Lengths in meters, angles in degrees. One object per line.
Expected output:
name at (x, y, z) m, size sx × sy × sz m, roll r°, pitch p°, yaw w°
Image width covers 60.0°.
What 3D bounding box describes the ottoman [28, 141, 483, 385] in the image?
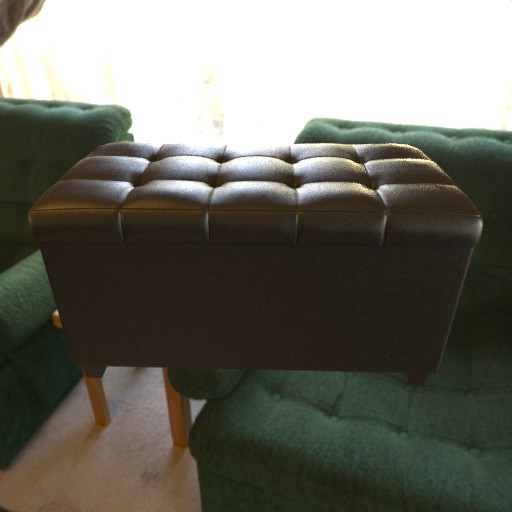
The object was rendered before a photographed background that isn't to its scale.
ottoman at (0.000, 0.000, 1.076) m, size 0.838 × 0.470 × 0.432 m, roll 1°, pitch 31°, yaw 1°
